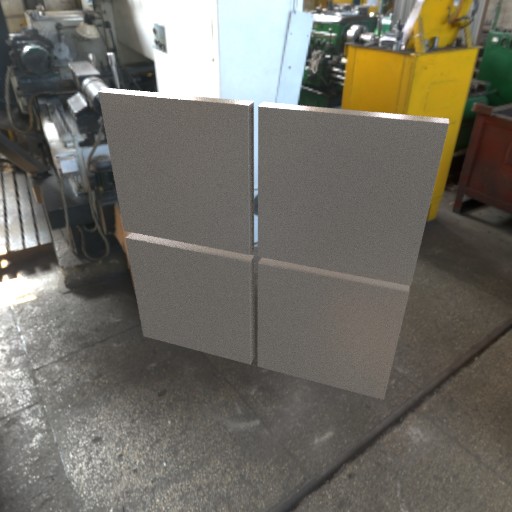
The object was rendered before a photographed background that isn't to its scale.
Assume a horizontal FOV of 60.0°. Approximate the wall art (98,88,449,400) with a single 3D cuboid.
[{"bbox_3d":[0.000,0.000,0.913,0.611,0.611,0.029,11,34,16],"label":"wall art"}]
